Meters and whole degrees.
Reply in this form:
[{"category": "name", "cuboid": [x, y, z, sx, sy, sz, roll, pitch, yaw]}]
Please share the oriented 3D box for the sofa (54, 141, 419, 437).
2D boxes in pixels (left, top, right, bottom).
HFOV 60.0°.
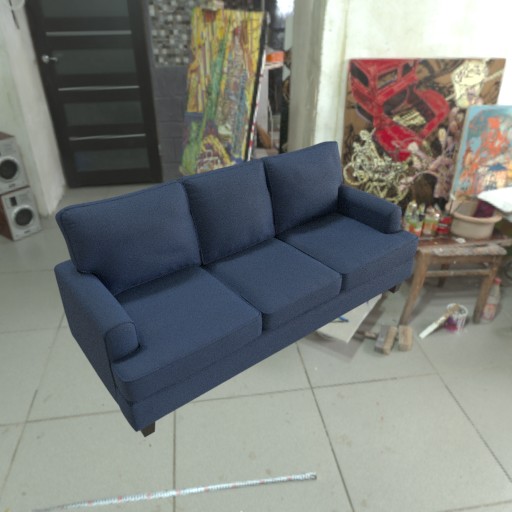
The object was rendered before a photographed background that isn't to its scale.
[{"category": "sofa", "cuboid": [0.000, 0.000, 2.752, 2.158, 0.965, 0.951, -22, 37, -32]}]
